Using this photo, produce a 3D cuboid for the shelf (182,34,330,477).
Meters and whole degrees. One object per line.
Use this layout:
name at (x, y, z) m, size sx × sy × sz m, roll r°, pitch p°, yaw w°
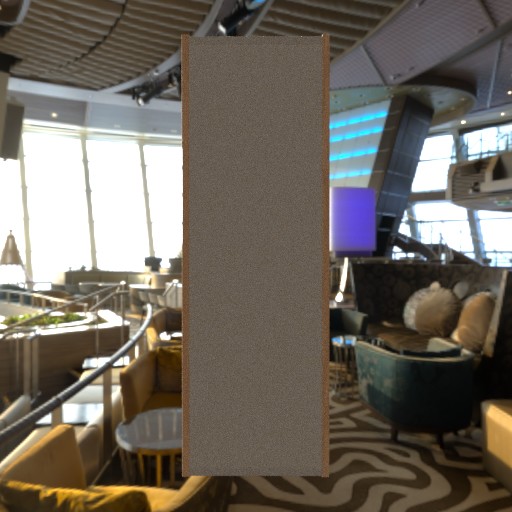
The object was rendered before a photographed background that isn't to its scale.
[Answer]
shelf at (0.000, 0.000, 1.046) m, size 0.300 × 0.900 × 0.290 m, roll 0°, pitch 0°, yaw 0°
